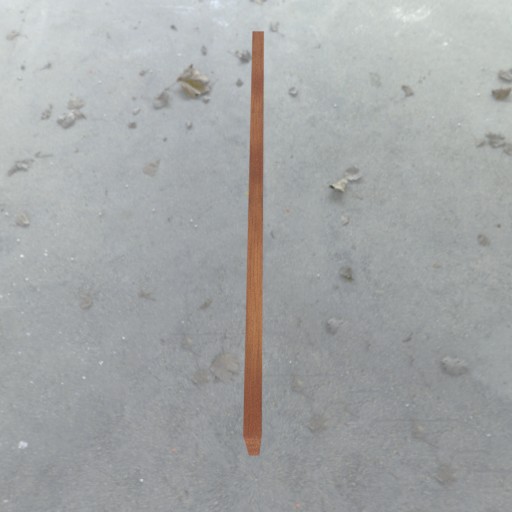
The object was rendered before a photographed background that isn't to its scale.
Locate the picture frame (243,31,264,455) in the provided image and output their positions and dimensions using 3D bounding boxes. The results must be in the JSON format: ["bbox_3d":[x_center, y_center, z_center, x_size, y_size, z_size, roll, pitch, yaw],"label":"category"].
[{"bbox_3d":[0.000,0.000,1.191,0.029,0.640,0.950,1,63,0],"label":"picture frame"}]
